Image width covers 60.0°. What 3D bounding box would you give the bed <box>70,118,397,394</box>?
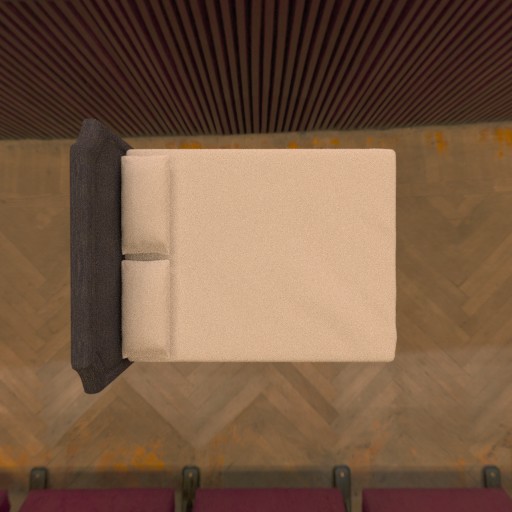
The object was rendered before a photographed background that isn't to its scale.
[{"bbox_3d":[0.000,0.000,3.134,2.116,1.290,1.693,0,91,0],"label":"bed"}]
